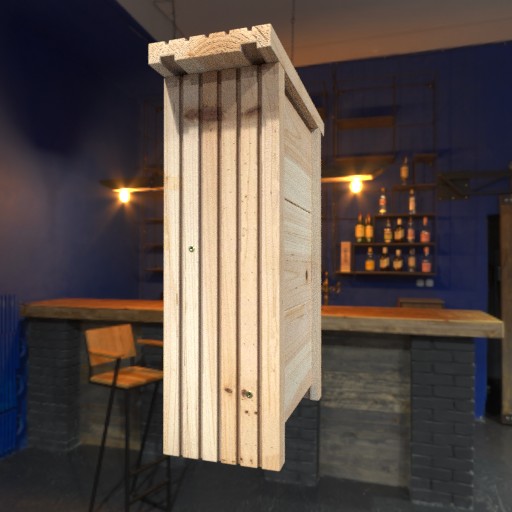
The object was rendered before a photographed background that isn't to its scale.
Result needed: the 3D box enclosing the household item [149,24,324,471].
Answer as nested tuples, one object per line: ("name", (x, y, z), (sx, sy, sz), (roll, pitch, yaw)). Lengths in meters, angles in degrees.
("household item", (0.000, 0.000, 0.550), (0.123, 0.407, 0.301), (0, -1, 18))
